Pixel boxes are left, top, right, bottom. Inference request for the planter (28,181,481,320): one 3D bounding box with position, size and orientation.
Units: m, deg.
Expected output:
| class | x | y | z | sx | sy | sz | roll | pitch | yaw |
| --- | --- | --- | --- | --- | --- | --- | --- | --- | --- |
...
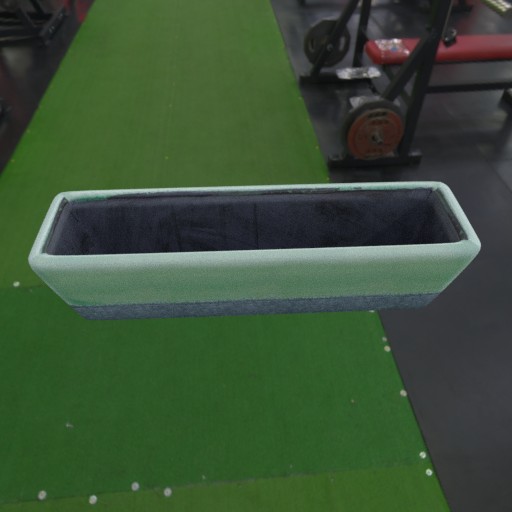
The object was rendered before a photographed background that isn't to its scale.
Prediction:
| class | x | y | z | sx | sy | sz | roll | pitch | yaw |
| --- | --- | --- | --- | --- | --- | --- | --- | --- | --- |
| planter | 0.000 | 0.000 | 0.312 | 0.275 | 0.072 | 0.072 | -2 | 46 | -2 |
